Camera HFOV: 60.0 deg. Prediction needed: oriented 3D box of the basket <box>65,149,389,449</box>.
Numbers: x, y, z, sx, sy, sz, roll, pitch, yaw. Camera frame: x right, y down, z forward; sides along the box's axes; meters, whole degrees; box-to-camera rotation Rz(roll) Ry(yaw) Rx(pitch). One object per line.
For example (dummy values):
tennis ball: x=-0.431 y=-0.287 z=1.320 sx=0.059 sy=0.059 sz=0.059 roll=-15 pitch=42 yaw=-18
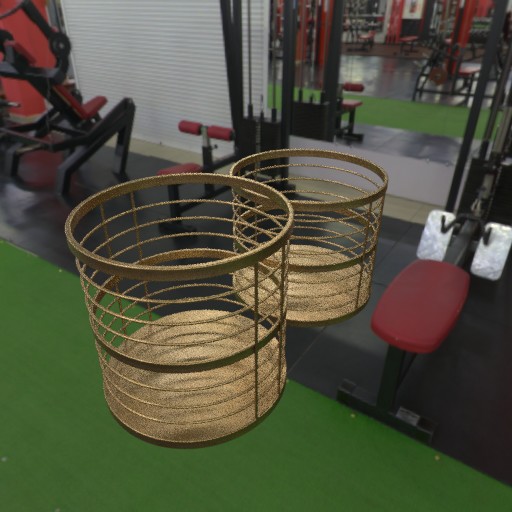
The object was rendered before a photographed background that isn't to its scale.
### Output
basket: x=0.000 y=0.000 z=0.933 sx=0.356 sy=0.351 sz=0.746 roll=21 pitch=36 yaw=31
